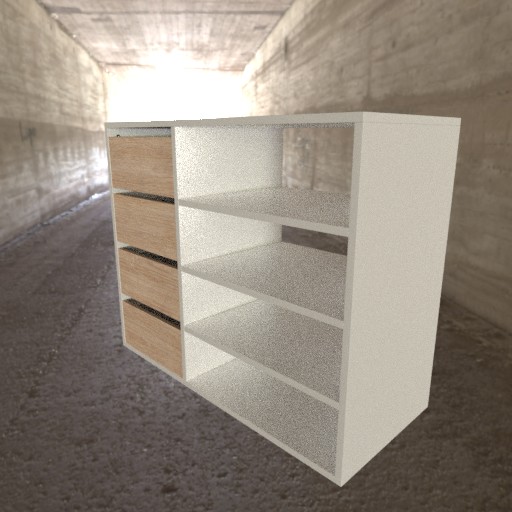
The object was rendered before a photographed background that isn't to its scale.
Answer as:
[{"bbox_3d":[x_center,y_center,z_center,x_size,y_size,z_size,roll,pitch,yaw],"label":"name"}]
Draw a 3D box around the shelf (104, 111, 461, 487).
[{"bbox_3d":[0.000,0.000,1.252,0.396,0.732,0.895,-15,21,-43],"label":"shelf"}]
